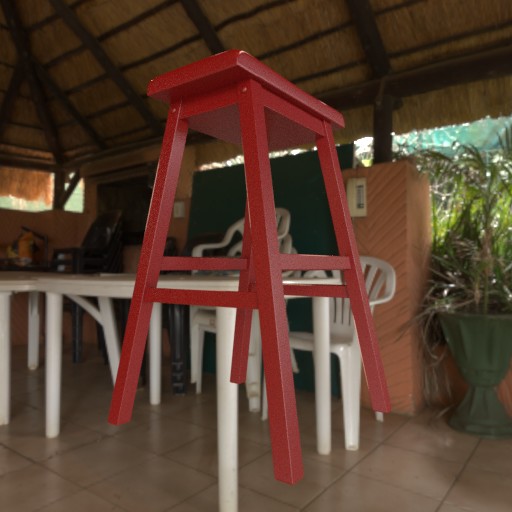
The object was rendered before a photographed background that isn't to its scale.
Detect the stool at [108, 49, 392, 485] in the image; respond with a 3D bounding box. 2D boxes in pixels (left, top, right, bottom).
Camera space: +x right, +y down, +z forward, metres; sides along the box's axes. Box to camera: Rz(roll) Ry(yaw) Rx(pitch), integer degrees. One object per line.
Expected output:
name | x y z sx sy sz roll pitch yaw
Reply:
stool | 0.000 0.000 1.029 0.476 0.737 0.457 -1 -2 36
